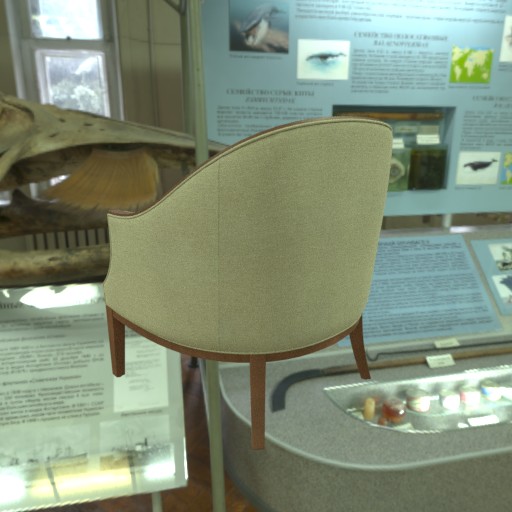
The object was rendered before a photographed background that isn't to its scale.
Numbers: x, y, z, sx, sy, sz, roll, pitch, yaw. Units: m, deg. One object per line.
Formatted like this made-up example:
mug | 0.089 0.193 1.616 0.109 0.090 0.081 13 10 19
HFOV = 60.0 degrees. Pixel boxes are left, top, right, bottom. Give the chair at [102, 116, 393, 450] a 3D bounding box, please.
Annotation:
chair | 0.000 0.000 1.473 0.803 0.876 0.735 -15 22 -41
